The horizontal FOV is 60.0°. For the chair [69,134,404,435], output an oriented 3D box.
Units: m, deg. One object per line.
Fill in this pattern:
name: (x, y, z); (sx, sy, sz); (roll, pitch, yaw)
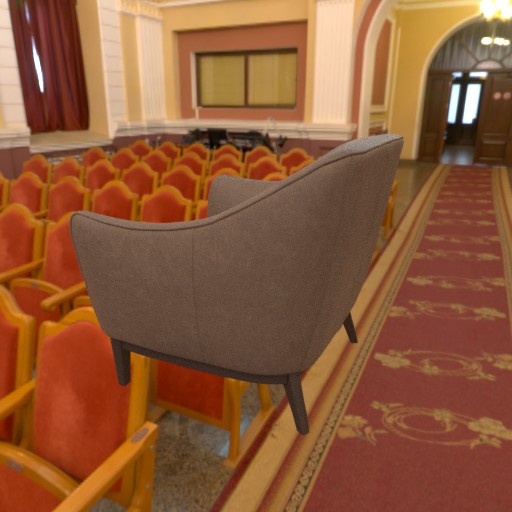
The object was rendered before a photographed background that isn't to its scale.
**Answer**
chair: (0.000, 0.000, 1.554); (0.852, 0.830, 0.871); (9, 21, 25)
